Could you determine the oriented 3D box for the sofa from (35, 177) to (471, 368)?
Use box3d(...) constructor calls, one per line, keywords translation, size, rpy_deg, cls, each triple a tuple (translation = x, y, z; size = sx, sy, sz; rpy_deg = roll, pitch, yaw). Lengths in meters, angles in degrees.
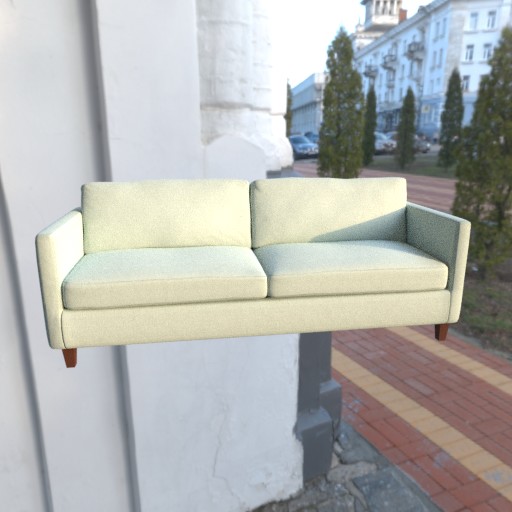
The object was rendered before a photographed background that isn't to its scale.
box3d(translation=(0.000, 0.000, 2.902), size=(2.434, 0.965, 0.948), rpy_deg=(-2, 16, -8), cls="sofa")
